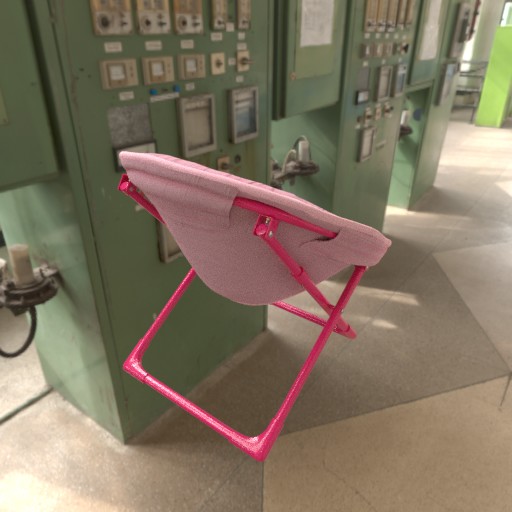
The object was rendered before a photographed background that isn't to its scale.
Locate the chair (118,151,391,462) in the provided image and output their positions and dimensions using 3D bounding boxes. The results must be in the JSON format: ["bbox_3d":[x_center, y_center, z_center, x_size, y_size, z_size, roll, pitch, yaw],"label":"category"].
[{"bbox_3d":[0.000,0.000,0.895,0.522,0.494,0.459,20,34,33],"label":"chair"}]
